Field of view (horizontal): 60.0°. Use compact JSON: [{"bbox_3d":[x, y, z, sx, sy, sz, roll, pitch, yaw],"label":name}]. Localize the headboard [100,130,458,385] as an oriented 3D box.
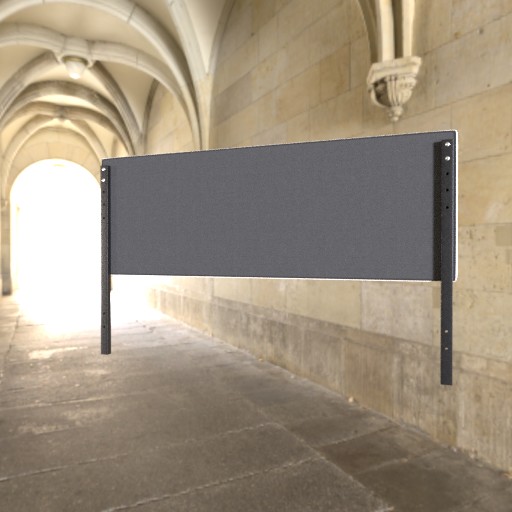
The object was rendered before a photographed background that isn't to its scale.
[{"bbox_3d":[0.000,0.000,2.843,2.362,1.410,0.120,0,0,19],"label":"headboard"}]
